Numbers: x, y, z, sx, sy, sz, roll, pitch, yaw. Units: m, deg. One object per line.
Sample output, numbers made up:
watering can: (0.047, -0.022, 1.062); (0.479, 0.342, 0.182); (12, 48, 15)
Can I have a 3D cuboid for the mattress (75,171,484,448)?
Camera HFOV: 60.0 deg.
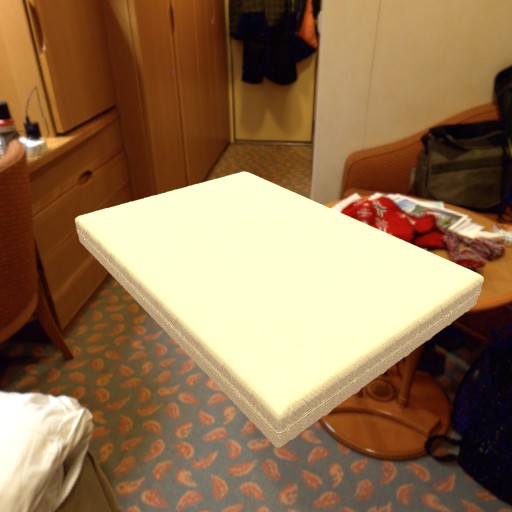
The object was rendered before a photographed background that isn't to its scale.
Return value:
mattress: (0.000, 0.000, 2.585); (1.400, 0.200, 2.000); (-22, 37, -33)
